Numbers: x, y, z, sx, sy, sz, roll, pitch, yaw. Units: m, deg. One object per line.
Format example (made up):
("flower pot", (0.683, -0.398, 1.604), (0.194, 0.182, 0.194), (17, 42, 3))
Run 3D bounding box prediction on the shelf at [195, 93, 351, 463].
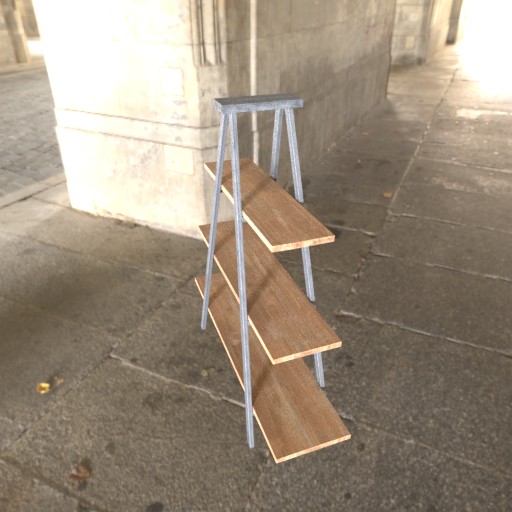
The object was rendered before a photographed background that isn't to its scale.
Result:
("shelf", (0.000, 0.000, 2.641), (0.508, 1.808, 1.746), (-11, 32, -17))
